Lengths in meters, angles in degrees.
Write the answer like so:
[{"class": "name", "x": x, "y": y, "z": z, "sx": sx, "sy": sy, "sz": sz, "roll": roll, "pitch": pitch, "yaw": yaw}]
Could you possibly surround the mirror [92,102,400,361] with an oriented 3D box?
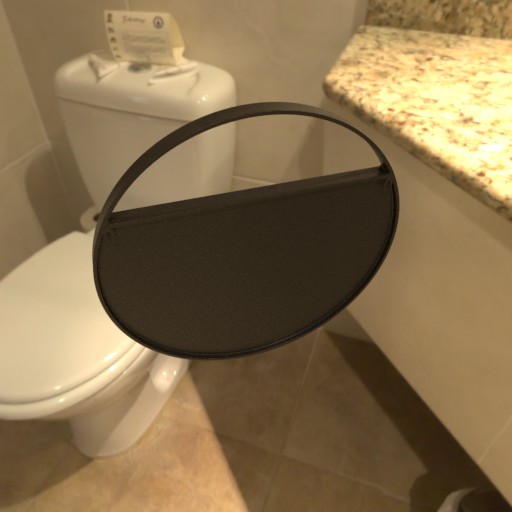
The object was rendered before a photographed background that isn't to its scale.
[{"class": "mirror", "x": 0.000, "y": 0.000, "z": 0.816, "sx": 0.565, "sy": 0.565, "sz": 0.032, "roll": -12, "pitch": 43, "yaw": -13}]
